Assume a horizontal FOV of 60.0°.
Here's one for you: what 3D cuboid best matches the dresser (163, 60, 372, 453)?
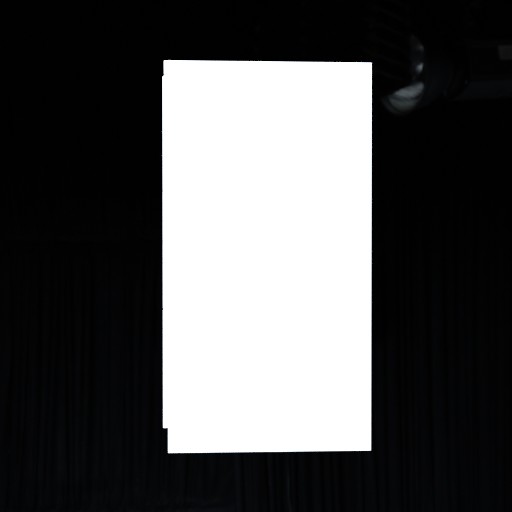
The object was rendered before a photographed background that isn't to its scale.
[{"bbox_3d":[0.000,0.000,1.254,0.420,0.740,0.830,0,0,-1],"label":"dresser"}]
